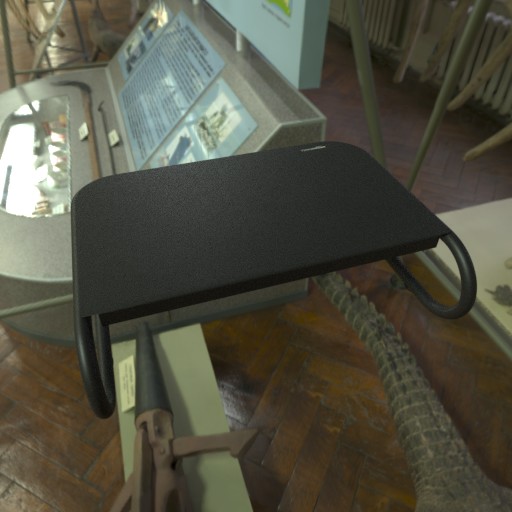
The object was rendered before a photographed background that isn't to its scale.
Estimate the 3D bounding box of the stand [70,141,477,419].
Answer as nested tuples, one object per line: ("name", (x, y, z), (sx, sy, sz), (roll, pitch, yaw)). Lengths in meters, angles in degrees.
("stand", (0.000, 0.000, 0.496), (0.370, 0.108, 0.280), (-12, 43, -14))
